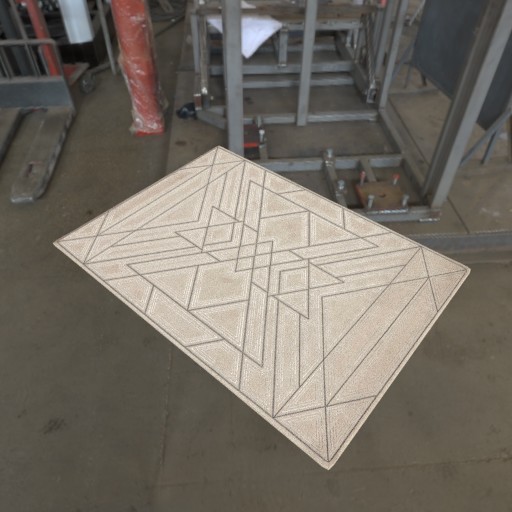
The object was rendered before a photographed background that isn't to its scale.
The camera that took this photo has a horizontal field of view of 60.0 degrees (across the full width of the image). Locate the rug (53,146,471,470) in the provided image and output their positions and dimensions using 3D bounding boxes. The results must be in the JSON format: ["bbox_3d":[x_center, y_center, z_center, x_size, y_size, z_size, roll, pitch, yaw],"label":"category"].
[{"bbox_3d":[0.000,0.000,4.385,3.381,0.026,2.436,32,53,27],"label":"rug"}]
